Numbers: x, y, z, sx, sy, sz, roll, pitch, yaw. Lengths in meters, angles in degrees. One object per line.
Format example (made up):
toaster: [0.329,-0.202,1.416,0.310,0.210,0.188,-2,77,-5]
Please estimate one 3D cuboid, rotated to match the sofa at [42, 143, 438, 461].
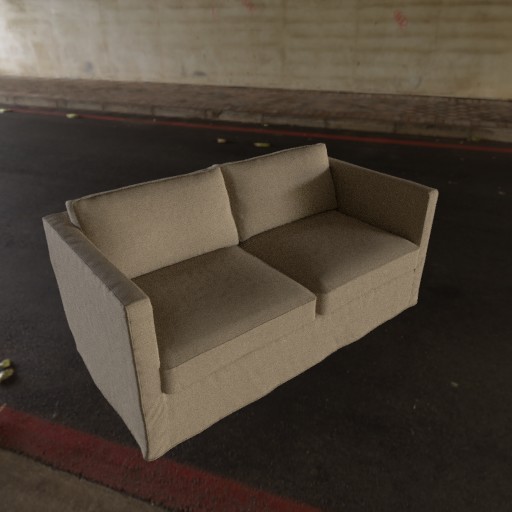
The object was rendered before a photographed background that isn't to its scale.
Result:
sofa: [0.000,0.000,2.278,1.766,0.828,0.956,-20,34,-33]
